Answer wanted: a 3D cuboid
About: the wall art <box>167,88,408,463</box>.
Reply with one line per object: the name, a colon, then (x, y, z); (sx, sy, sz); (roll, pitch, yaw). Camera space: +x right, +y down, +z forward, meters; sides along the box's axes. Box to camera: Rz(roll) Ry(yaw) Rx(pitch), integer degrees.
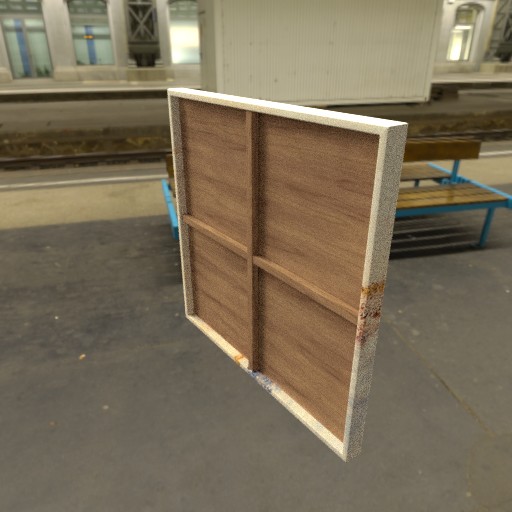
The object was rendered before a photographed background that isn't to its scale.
wall art: (0.000, 0.000, 1.601); (0.071, 1.061, 1.061); (-18, 31, -33)
